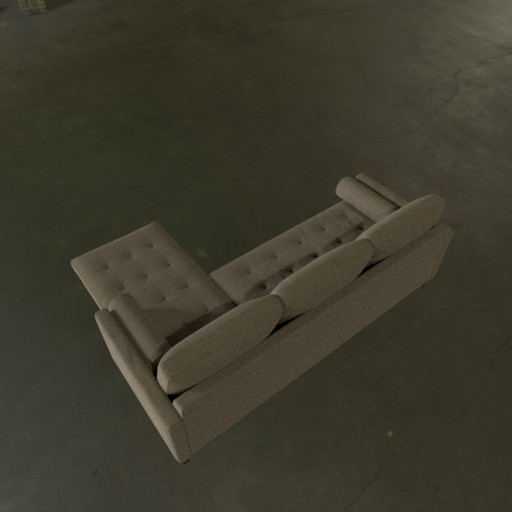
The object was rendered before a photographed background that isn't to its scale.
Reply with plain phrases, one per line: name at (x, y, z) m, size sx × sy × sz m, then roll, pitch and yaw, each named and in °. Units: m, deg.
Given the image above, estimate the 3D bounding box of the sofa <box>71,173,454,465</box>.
sofa at (0.000, 0.000, 2.991) m, size 2.178 × 0.875 × 1.506 m, roll -29°, pitch 53°, yaw -25°
